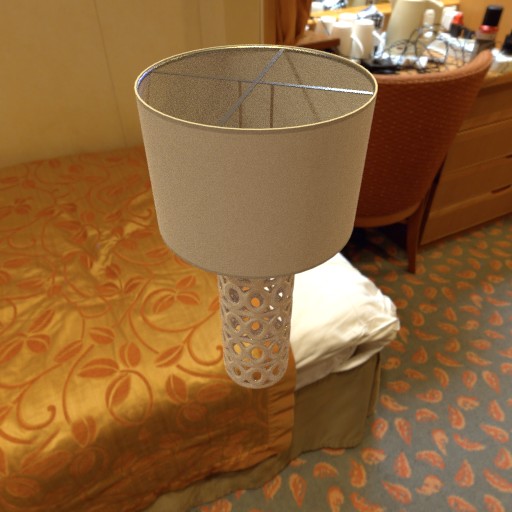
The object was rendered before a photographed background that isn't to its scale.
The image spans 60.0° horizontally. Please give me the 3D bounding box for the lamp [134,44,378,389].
[{"bbox_3d":[0.000,0.000,0.811,0.325,0.636,0.324,11,42,12],"label":"lamp"}]
